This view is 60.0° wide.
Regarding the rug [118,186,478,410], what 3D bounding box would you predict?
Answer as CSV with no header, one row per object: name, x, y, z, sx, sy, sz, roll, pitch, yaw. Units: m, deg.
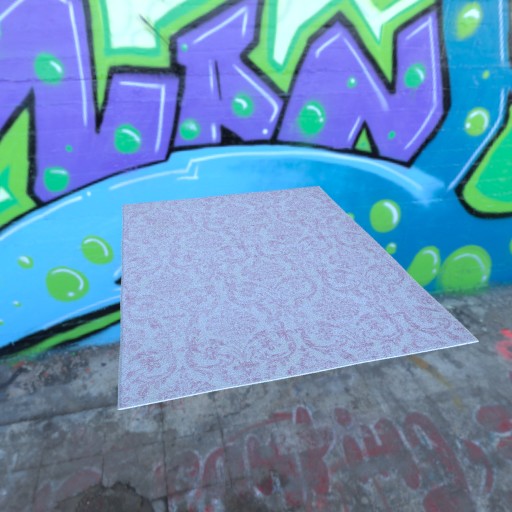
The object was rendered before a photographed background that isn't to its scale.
rug,0.000,0.000,4.002,2.363,0.012,2.980,-7,31,-12
